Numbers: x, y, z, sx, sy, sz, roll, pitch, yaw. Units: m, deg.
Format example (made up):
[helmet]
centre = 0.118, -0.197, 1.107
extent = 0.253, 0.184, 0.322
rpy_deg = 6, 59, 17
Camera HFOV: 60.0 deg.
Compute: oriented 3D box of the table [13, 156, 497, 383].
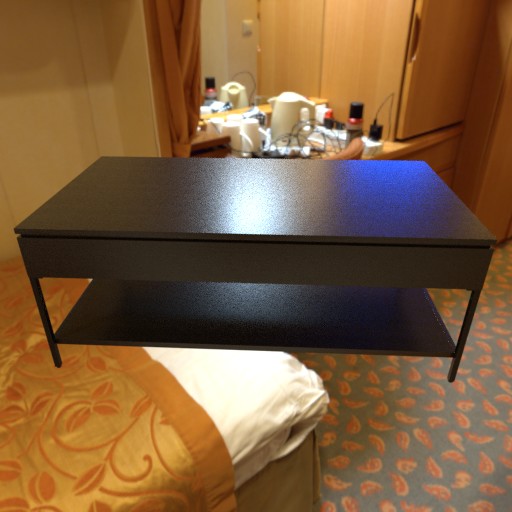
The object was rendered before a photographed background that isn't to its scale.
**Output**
[table]
centre = 0.000, 0.000, 1.356
extent = 1.095, 0.435, 0.574
rpy_deg = 1, 29, 3
